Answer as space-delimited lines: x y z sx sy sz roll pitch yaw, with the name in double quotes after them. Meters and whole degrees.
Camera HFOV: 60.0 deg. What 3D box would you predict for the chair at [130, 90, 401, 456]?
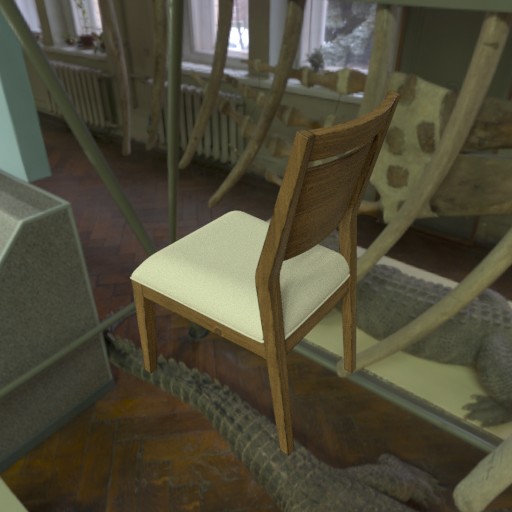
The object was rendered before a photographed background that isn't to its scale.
0.000 0.000 1.319 0.610 0.939 0.497 22 39 31 "chair"
